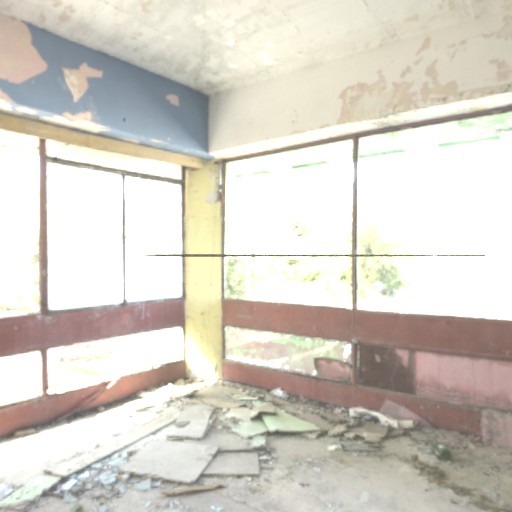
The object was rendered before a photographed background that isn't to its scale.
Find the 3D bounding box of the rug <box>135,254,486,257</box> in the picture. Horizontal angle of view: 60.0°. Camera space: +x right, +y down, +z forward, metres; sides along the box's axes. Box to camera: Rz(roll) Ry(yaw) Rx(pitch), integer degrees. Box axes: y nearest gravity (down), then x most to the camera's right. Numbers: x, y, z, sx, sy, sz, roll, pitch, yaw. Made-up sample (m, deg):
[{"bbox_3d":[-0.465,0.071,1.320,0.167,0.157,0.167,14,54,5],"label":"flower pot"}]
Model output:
[{"bbox_3d":[0.000,0.000,3.038,1.526,0.008,2.441,0,0,-17],"label":"rug"}]
